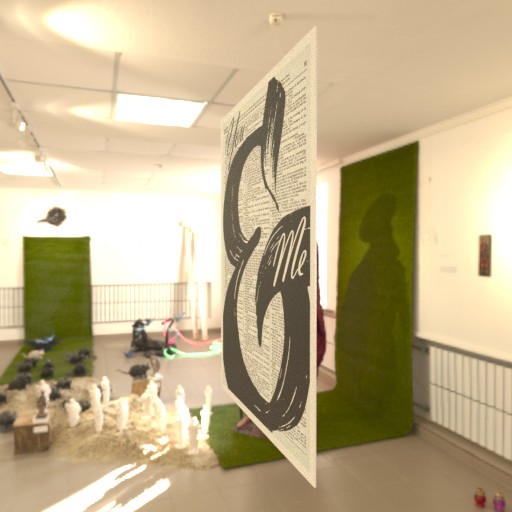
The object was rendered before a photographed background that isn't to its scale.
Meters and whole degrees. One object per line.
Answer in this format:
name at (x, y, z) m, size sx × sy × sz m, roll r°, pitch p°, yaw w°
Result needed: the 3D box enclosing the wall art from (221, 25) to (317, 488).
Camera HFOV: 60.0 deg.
wall art at (0.000, 0.000, 0.799) m, size 0.003 × 0.609 × 0.457 m, roll 0°, pitch 1°, yaw -20°
